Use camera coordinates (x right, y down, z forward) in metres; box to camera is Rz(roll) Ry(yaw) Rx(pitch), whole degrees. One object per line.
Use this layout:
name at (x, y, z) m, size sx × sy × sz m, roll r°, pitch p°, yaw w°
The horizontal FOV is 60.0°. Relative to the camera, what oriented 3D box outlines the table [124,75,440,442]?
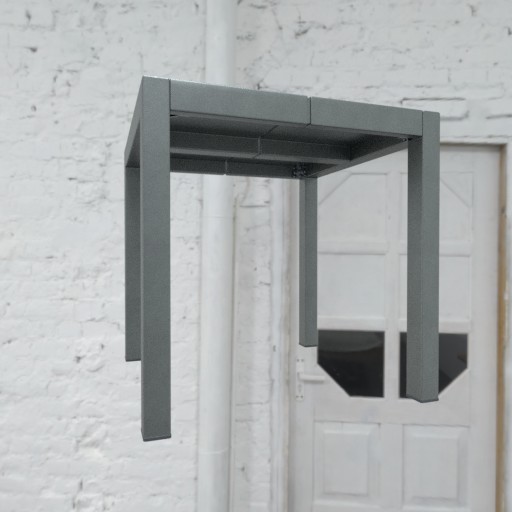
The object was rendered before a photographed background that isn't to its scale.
table at (0.000, 0.000, 0.934) m, size 0.508 × 0.508 × 0.508 m, roll 0°, pitch 1°, yaw -19°
